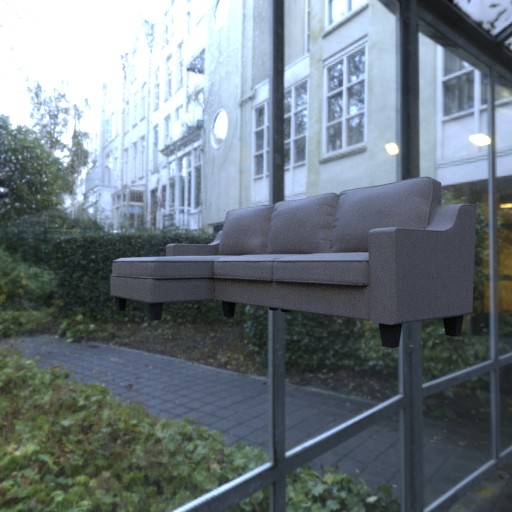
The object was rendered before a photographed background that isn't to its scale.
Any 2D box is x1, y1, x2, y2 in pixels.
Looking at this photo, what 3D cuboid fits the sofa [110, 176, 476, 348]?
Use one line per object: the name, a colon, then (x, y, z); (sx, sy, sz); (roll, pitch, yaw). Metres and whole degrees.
sofa: (0.000, 0.000, 3.201); (1.294, 0.928, 2.561); (1, -1, -36)
